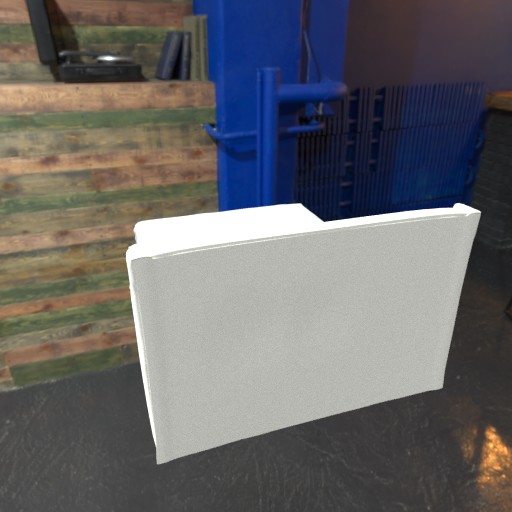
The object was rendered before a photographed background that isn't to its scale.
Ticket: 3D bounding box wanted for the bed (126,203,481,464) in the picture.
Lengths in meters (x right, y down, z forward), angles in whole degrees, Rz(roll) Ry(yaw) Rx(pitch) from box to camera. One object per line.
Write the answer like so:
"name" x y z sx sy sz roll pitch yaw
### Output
"bed" 0.000 0.000 3.423 1.925 1.332 2.276 -8 27 -16
